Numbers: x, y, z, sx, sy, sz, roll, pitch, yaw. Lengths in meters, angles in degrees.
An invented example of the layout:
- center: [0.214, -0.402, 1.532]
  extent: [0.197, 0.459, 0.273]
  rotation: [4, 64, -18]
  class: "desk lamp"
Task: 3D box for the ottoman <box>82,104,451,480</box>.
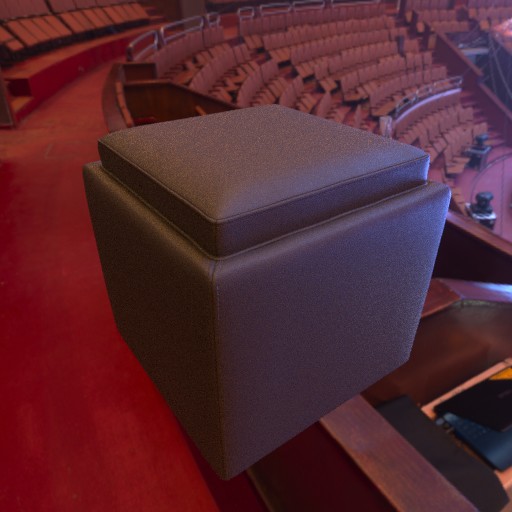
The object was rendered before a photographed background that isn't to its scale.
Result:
- center: [0.000, 0.000, 0.805]
  extent: [0.451, 0.460, 0.450]
  rotation: [-21, 37, -30]
  class: "ottoman"
